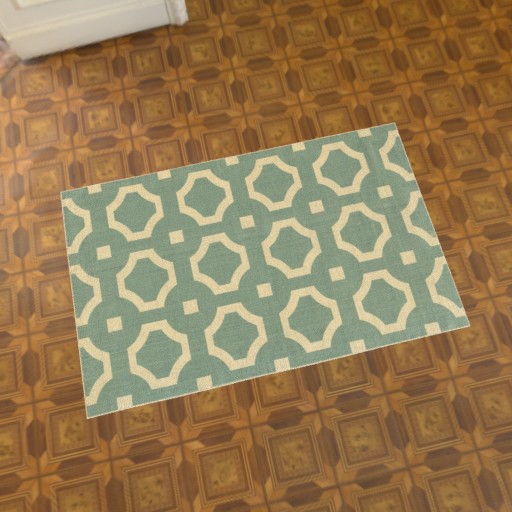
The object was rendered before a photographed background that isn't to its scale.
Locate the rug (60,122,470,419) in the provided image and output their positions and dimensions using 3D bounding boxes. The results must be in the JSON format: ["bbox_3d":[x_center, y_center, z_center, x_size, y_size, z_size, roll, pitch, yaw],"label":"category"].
[{"bbox_3d":[0.000,0.000,2.952,2.443,0.015,1.528,-13,74,-4],"label":"rug"}]
